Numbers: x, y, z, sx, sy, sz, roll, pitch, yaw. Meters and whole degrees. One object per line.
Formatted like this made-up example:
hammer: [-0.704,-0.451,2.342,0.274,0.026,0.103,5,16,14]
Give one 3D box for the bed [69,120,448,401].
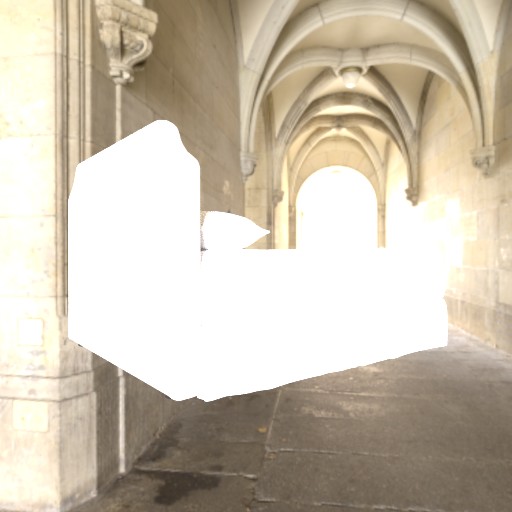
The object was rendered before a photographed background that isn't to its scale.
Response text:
bed: [0.000,0.000,3.792,2.548,1.524,2.134,0,1,-37]
